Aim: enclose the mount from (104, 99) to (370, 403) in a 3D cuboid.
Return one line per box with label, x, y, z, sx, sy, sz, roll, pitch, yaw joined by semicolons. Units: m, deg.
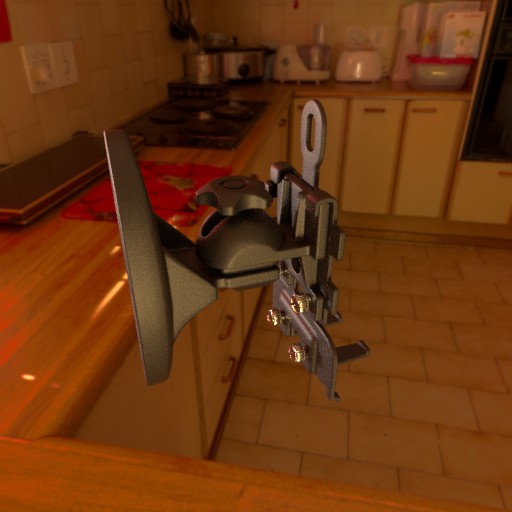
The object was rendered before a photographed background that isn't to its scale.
mount;0.000;0.000;0.179;0.100;0.118;0.066;-10;31;-17
